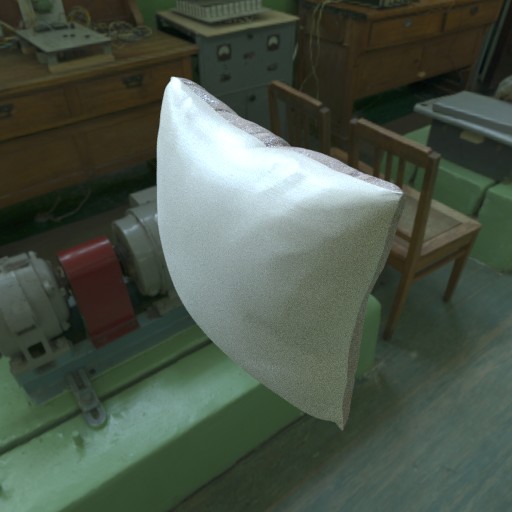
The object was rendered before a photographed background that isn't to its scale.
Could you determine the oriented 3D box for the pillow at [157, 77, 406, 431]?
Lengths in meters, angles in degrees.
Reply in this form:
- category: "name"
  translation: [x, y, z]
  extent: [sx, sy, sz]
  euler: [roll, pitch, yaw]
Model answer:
- category: "pillow"
  translation: [0.000, 0.000, 0.709]
  extent: [0.245, 0.448, 0.450]
  euler: [-26, 47, -28]
